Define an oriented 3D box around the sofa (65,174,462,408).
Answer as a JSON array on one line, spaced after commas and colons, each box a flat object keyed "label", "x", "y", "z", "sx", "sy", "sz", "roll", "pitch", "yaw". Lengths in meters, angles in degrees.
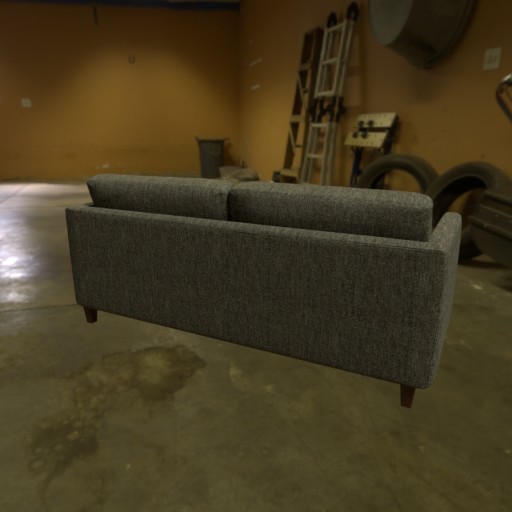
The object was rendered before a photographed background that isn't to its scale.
[{"label": "sofa", "x": 0.000, "y": 0.000, "z": 2.699, "sx": 2.208, "sy": 0.960, "sz": 0.948, "roll": 8, "pitch": 18, "yaw": 26}]
